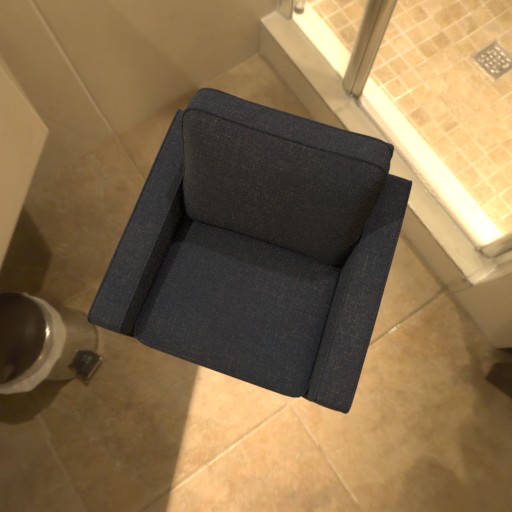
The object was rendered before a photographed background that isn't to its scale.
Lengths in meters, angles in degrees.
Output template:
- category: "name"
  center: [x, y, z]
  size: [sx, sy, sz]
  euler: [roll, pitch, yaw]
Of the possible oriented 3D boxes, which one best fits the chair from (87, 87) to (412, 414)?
- category: "chair"
  center: [0.000, 0.000, 1.764]
  size: [1.017, 0.919, 0.940]
  euler: [18, 76, 5]
